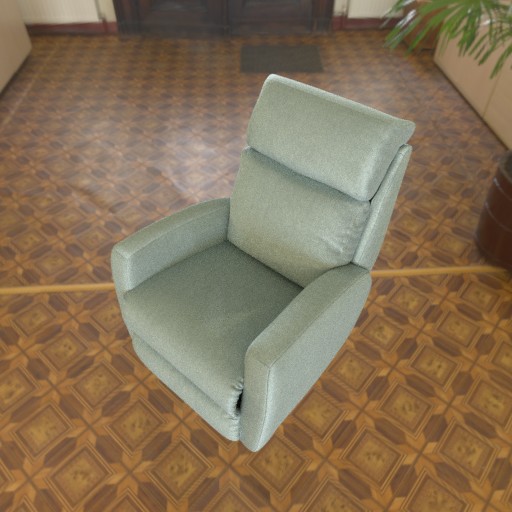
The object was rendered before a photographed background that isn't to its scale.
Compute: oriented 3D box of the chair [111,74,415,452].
[{"bbox_3d":[0.000,0.000,1.687,0.812,1.013,0.940,32,53,27],"label":"chair"}]
